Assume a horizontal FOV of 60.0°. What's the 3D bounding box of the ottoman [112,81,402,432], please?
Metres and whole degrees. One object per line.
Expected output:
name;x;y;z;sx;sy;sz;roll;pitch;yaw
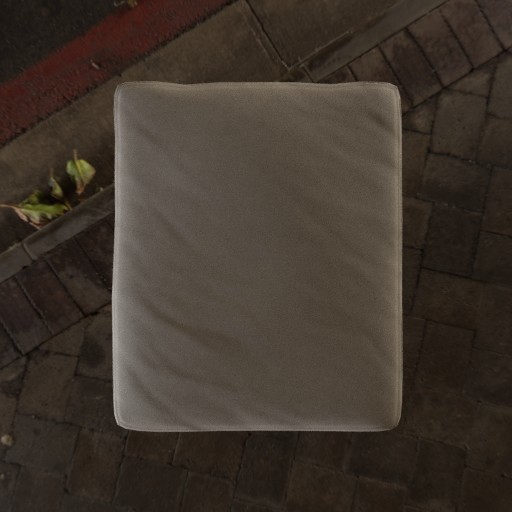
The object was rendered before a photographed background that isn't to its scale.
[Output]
ottoman;0.000;0.000;1.448;0.836;0.492;1.002;0;90;0
